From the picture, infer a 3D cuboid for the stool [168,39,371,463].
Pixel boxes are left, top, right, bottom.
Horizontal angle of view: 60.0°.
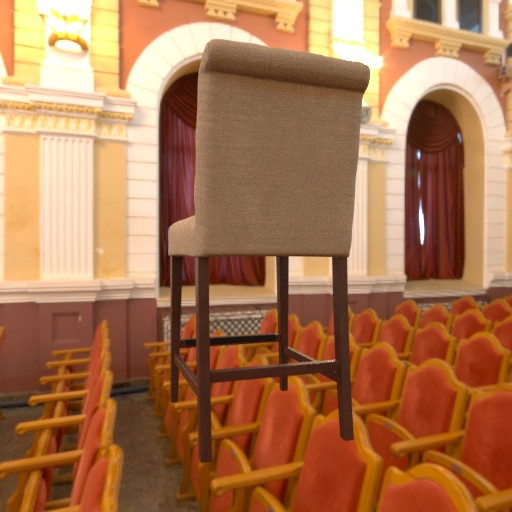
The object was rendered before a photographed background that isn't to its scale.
[{"bbox_3d":[0.000,0.000,1.444,0.486,1.084,0.660,0,0,-19],"label":"stool"}]
